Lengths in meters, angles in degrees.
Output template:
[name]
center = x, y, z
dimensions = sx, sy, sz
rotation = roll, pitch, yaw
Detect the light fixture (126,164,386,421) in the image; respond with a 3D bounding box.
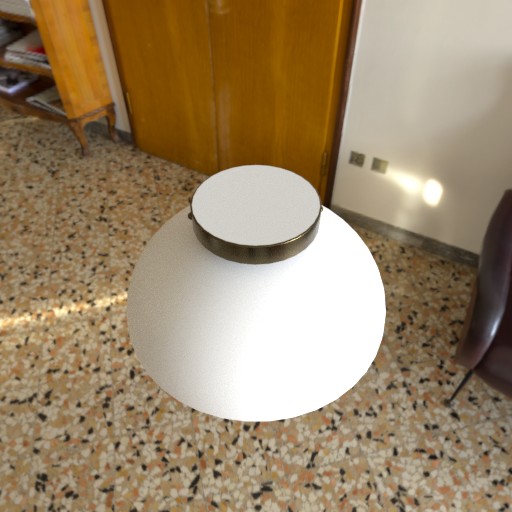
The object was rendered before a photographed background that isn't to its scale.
[light fixture]
center = 0.000, 0.000, 0.565
dimensions = 0.355, 0.177, 0.355
rotation = 0, 45, 0
